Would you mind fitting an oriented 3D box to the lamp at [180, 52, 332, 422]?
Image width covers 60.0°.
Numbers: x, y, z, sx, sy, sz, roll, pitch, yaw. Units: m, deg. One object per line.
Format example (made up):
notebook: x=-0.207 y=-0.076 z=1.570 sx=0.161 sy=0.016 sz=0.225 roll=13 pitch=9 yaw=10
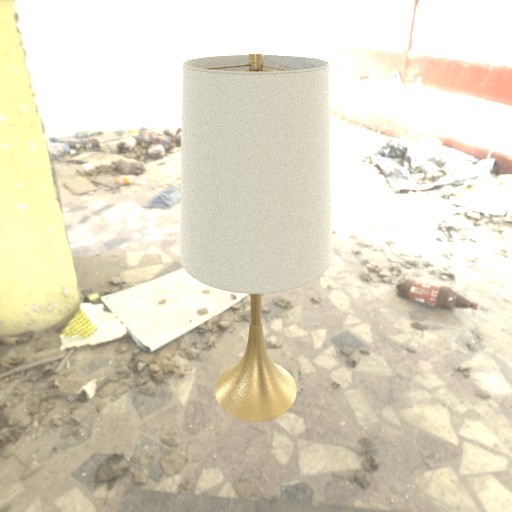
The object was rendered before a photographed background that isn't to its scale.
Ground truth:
lamp: x=0.000 y=0.000 z=0.682 sx=0.231 sy=0.569 sz=0.231 roll=0 pitch=30 yaw=0
